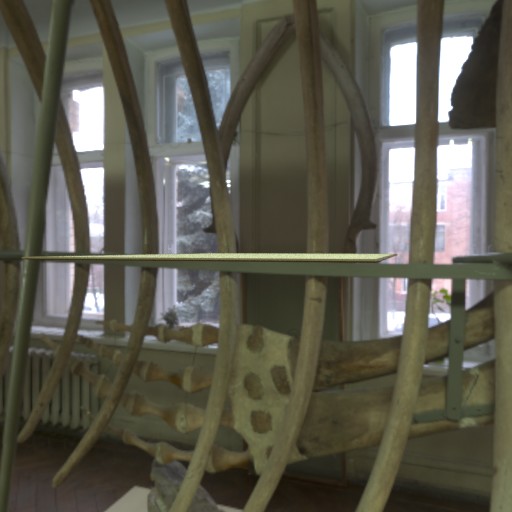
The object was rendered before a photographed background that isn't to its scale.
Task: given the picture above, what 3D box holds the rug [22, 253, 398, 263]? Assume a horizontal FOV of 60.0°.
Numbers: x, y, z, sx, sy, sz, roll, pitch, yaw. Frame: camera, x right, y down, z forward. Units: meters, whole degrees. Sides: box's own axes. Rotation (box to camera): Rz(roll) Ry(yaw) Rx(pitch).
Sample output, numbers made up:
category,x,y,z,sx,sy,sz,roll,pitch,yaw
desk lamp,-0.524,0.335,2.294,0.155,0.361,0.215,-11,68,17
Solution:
category,x,y,z,sx,sy,sz,roll,pitch,yaw
rug,0.000,0.000,4.088,2.413,0.020,3.041,0,1,19
